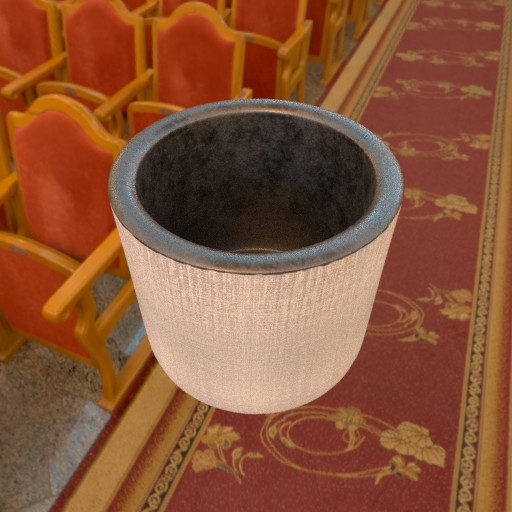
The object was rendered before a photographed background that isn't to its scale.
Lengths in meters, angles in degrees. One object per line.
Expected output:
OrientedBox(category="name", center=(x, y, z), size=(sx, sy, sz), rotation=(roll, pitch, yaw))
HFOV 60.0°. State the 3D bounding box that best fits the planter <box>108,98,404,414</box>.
OrientedBox(category="planter", center=(0.000, 0.000, 0.228), size=(0.125, 0.112, 0.125), rotation=(0, 46, 0))
